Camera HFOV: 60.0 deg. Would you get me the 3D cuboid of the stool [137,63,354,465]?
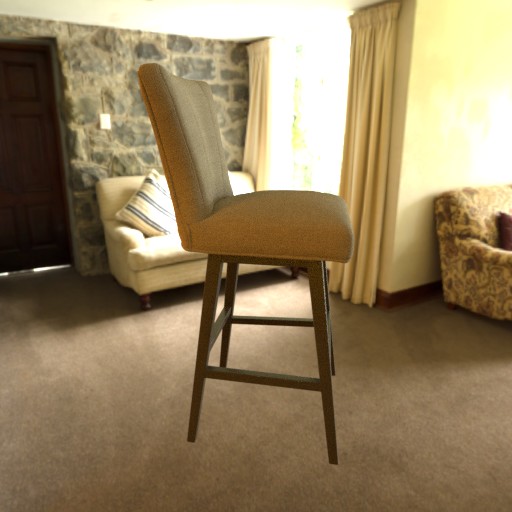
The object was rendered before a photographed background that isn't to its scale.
[{"bbox_3d":[0.000,0.000,1.410,0.574,1.086,0.514,2,16,9],"label":"stool"}]
